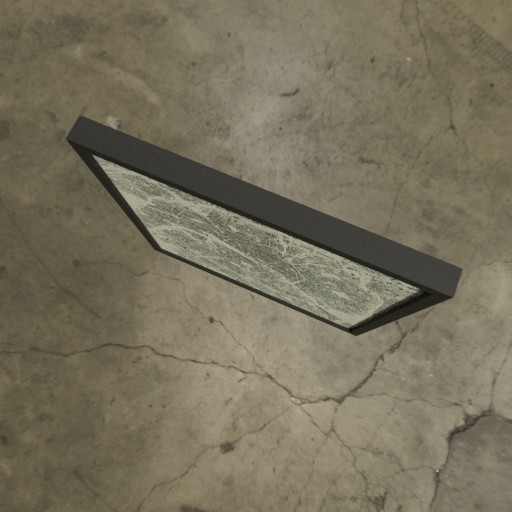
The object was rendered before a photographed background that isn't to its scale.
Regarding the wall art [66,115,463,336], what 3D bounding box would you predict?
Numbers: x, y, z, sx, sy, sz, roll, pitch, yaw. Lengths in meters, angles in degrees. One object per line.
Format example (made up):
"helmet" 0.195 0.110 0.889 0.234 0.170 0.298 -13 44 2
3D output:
"wall art" 0.000 0.000 0.780 0.508 0.508 0.037 23 76 6
